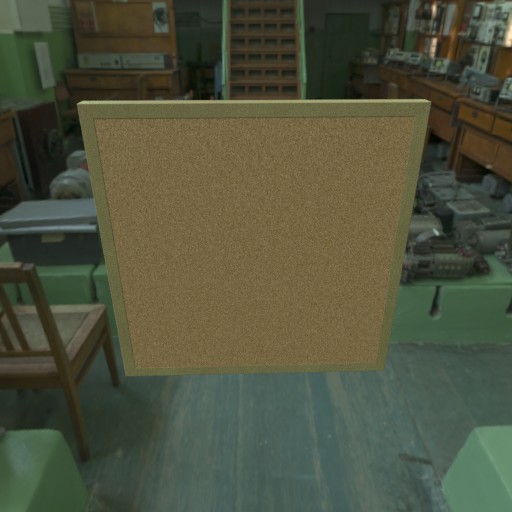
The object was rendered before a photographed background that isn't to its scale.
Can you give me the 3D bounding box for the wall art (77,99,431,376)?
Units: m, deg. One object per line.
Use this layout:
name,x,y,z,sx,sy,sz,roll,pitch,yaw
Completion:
wall art,0.000,0.000,1.145,0.763,0.763,0.037,-1,28,-2
